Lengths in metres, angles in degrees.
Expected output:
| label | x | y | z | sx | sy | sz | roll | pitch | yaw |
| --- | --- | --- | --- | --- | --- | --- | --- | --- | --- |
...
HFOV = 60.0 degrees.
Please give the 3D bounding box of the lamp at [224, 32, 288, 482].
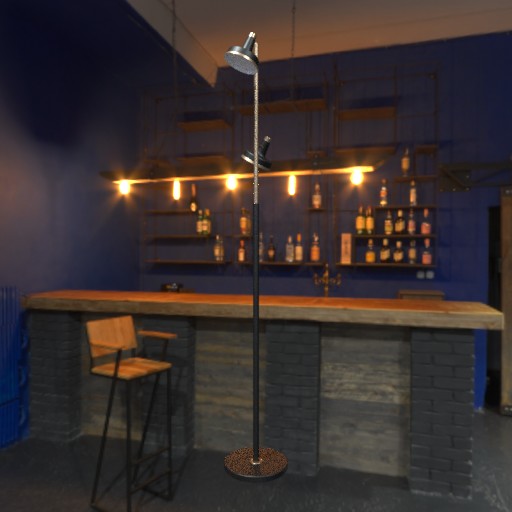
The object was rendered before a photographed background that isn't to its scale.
| label | x | y | z | sx | sy | sz | roll | pitch | yaw |
| --- | --- | --- | --- | --- | --- | --- | --- | --- | --- |
| lamp | 0.000 | 0.000 | 1.755 | 0.253 | 1.674 | 0.351 | 0 | 1 | 18 |
